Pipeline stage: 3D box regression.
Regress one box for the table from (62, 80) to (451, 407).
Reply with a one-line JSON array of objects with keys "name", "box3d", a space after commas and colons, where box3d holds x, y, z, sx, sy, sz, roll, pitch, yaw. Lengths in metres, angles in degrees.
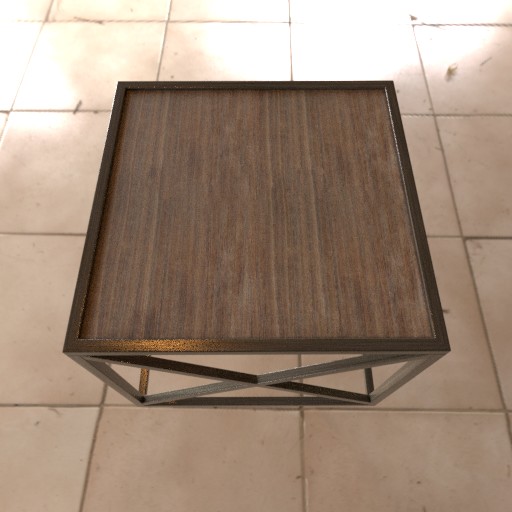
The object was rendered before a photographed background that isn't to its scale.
[{"name": "table", "box3d": [0.000, 0.000, 1.061, 0.611, 0.507, 0.609, 0, 62, 0]}]
